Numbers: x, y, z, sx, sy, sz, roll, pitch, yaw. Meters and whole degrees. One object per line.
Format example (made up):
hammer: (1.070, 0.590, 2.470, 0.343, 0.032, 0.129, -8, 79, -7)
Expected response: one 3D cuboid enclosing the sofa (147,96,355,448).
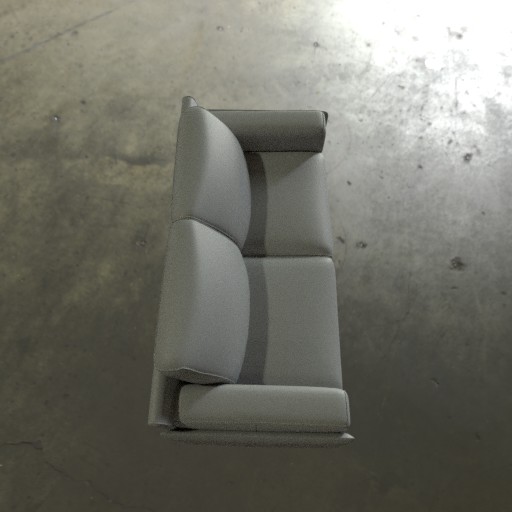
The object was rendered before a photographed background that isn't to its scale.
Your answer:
sofa: (0.000, 0.000, 2.658, 0.969, 0.900, 2.100, 0, 64, 0)
